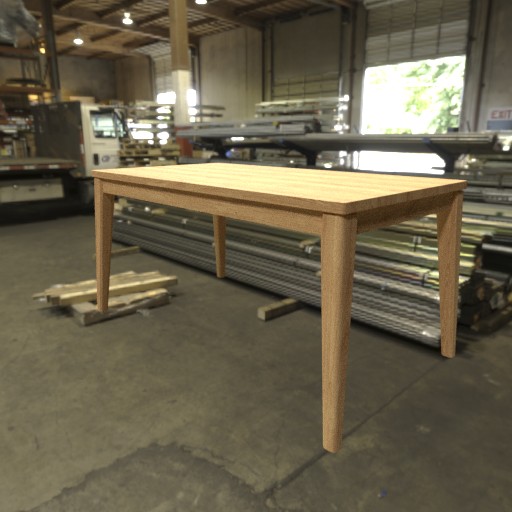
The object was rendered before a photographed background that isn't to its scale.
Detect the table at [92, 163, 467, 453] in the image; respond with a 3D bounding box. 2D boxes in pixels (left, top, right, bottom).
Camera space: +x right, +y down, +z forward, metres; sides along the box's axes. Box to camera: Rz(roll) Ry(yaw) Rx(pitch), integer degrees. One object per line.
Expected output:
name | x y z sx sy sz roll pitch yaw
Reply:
table | 0.000 0.000 2.100 0.900 0.760 1.600 -15 21 -42
